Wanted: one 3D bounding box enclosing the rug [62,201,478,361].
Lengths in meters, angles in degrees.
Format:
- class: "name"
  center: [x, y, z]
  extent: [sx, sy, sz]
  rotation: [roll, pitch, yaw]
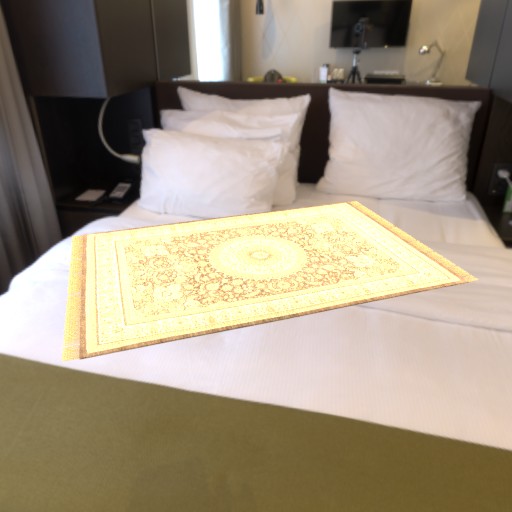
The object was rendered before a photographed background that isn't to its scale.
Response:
- class: "rug"
  center: [0.000, 0.000, 4.313]
  extent: [3.422, 0.015, 2.143]
  rotation: [-9, 28, -16]
